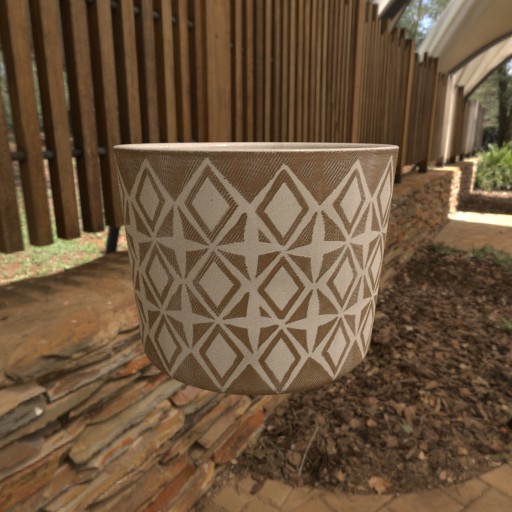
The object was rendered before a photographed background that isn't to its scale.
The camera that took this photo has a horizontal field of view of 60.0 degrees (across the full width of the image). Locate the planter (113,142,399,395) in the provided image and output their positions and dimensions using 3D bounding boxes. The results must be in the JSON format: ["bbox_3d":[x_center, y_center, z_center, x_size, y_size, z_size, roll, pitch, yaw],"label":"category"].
[{"bbox_3d":[0.000,0.000,0.451,0.260,0.220,0.260,0,15,0],"label":"planter"}]
